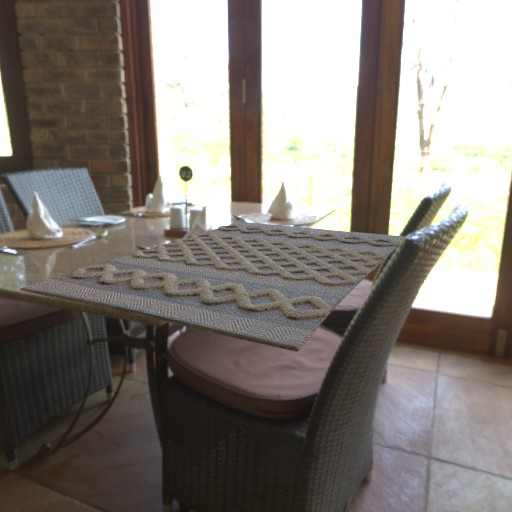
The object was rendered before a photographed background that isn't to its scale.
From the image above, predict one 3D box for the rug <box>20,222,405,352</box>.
[{"bbox_3d":[0.000,0.000,2.313,1.222,0.030,1.823,7,16,26],"label":"rug"}]
